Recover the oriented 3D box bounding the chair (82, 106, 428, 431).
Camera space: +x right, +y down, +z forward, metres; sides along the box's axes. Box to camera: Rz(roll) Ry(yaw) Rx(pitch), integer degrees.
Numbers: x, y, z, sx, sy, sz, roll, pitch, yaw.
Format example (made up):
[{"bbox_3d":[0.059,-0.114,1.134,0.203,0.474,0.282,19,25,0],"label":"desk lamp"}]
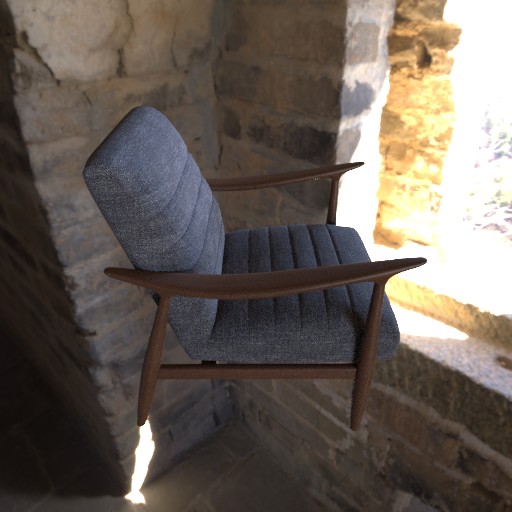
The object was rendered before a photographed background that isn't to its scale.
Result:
[{"bbox_3d":[0.000,0.000,1.410,0.798,0.832,0.741,0,32,-1],"label":"chair"}]
